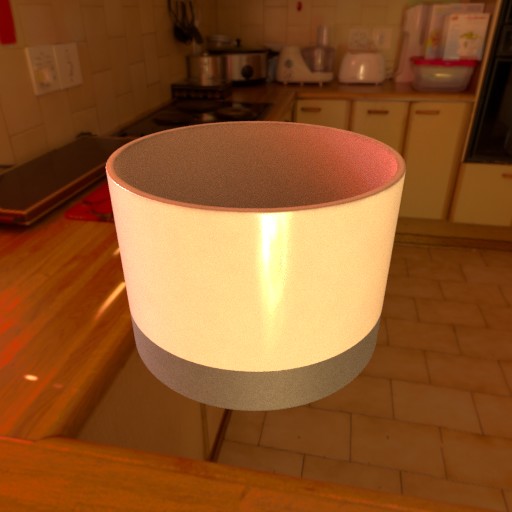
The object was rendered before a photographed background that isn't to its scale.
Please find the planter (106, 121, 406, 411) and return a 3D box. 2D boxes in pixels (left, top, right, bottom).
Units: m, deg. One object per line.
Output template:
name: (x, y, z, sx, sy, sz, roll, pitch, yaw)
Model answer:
planter: (0.000, 0.000, 0.223, 0.128, 0.105, 0.128, 0, 29, 0)
